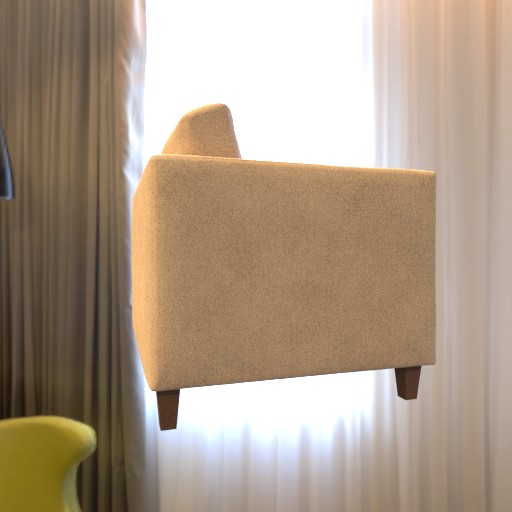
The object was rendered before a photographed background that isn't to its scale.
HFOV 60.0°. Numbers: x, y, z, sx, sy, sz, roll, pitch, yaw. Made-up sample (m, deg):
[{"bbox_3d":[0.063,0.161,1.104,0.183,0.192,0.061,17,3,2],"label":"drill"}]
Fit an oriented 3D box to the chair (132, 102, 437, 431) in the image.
[{"bbox_3d":[0.000,0.000,1.829,0.959,0.961,1.133,0,1,-18],"label":"chair"}]
